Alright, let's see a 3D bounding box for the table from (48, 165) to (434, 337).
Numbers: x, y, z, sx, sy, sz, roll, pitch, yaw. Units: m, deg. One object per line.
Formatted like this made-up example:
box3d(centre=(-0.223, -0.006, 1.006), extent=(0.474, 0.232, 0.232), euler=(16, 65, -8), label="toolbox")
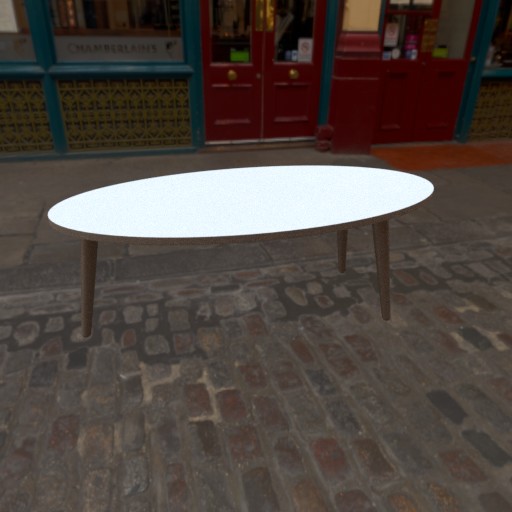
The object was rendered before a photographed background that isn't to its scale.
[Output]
box3d(centre=(0.000, 0.000, 1.329), extent=(1.083, 0.390, 0.542), euler=(-7, 27, -14), label="table")
